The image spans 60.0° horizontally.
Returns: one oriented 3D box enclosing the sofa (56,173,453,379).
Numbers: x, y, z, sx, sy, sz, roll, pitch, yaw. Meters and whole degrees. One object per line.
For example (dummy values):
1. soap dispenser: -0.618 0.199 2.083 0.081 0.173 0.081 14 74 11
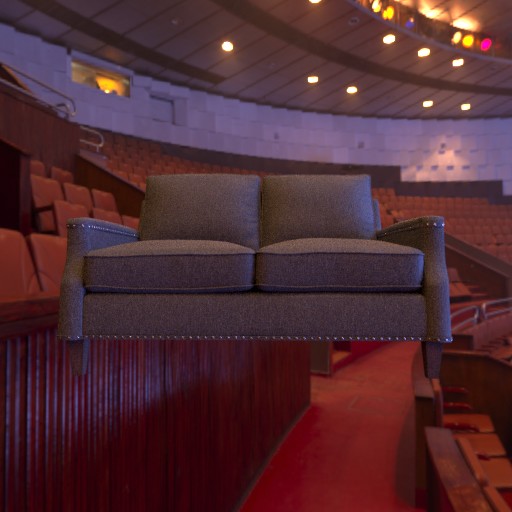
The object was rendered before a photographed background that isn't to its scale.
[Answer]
1. sofa: 0.000 0.000 2.295 1.597 1.003 1.084 0 -1 2
